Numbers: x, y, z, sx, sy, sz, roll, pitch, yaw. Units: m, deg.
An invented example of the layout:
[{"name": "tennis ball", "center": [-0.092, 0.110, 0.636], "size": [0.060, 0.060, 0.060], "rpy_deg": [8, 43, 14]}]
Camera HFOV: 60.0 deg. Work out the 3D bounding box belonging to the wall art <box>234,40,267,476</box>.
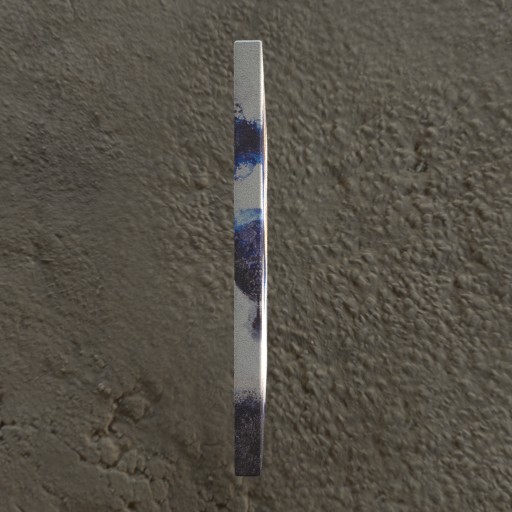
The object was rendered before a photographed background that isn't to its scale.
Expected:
[{"name": "wall art", "center": [0.000, 0.000, 0.920], "size": [0.039, 0.609, 0.609], "rpy_deg": [0, 91, 2]}]
